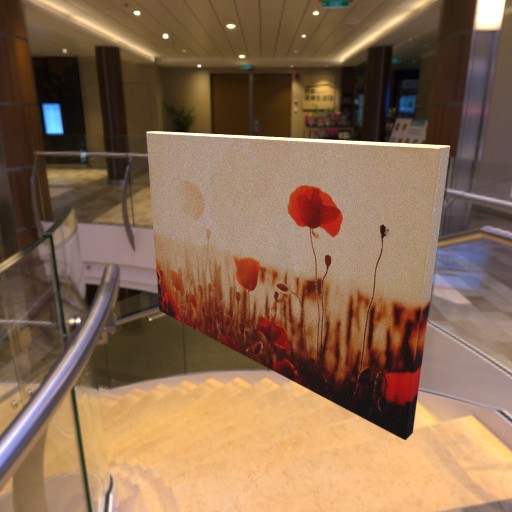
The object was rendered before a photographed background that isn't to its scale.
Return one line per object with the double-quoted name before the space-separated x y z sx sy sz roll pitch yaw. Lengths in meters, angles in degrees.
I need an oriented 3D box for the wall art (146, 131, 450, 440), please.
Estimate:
"wall art" 0.000 0.000 1.159 0.918 0.602 0.038 17 24 42
